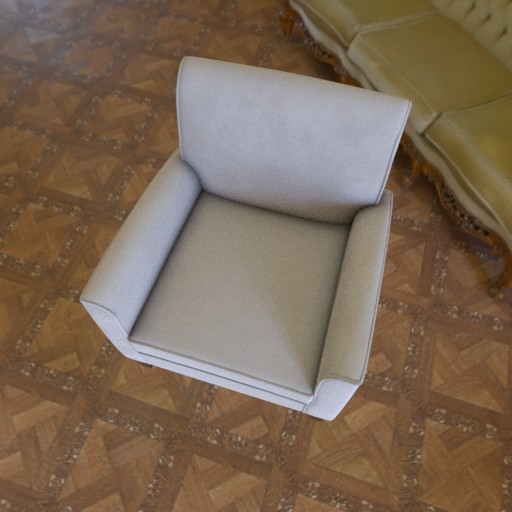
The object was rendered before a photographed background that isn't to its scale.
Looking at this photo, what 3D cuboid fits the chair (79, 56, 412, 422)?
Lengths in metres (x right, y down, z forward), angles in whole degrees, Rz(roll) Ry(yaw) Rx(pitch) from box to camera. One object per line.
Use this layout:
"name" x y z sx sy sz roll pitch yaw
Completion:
"chair" 0.000 0.000 1.544 0.820 0.915 0.821 15 60 9
